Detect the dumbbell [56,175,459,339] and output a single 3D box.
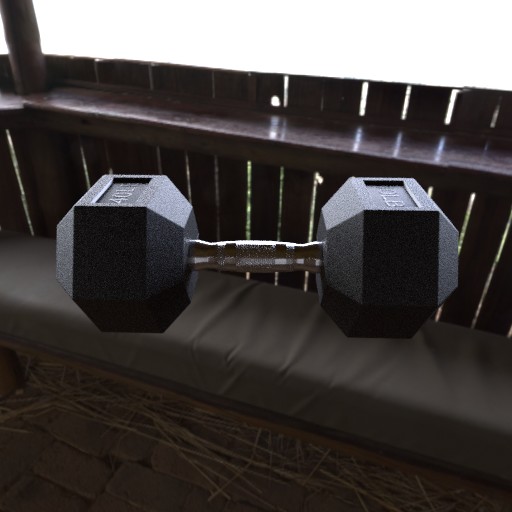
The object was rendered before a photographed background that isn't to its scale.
[{"bbox_3d":[0.000,0.000,0.439,0.361,0.137,0.157,1,30,2],"label":"dumbbell"}]
